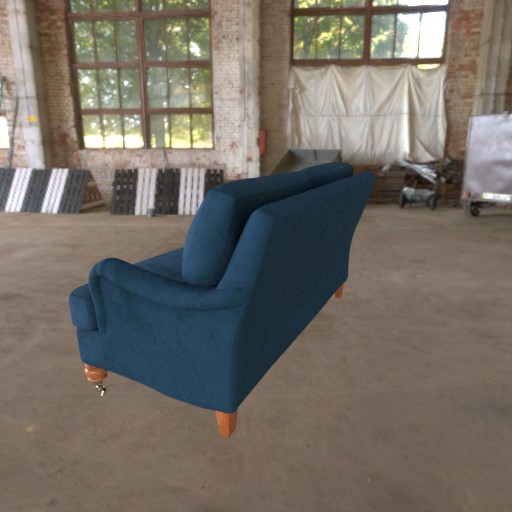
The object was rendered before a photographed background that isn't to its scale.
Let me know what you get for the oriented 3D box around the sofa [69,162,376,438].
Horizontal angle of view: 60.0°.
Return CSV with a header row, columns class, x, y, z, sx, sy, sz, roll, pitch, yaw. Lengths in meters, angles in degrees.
class,x,y,z,sx,sy,sz,roll,pitch,yaw
sofa,0.000,0.000,2.815,1.084,1.101,2.141,7,17,24
